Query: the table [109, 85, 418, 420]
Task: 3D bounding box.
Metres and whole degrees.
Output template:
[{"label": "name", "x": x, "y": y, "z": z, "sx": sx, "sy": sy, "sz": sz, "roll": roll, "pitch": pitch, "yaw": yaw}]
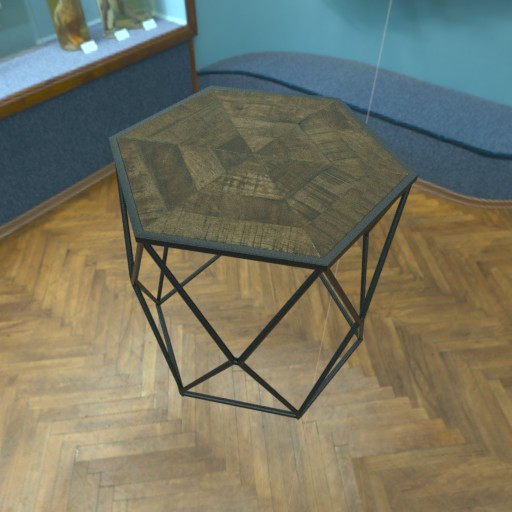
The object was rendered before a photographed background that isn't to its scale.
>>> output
[{"label": "table", "x": 0.000, "y": 0.000, "z": 1.044, "sx": 0.579, "sy": 0.564, "sz": 0.578, "roll": 32, "pitch": 55, "yaw": 26}]
